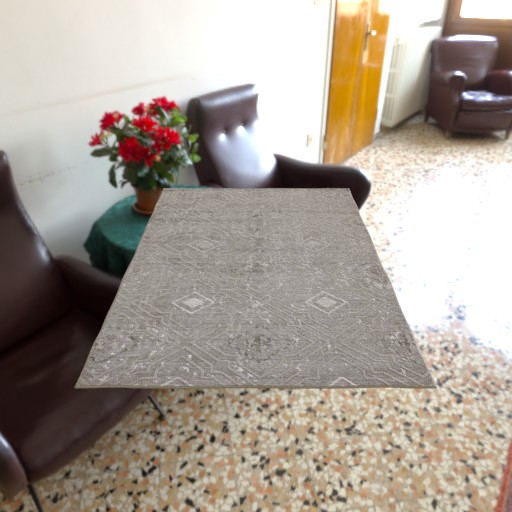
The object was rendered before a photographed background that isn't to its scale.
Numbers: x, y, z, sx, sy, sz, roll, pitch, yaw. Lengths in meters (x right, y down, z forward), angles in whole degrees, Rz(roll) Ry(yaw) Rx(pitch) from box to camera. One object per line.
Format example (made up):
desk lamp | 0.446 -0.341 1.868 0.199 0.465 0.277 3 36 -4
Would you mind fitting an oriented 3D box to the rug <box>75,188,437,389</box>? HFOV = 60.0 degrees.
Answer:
rug | 0.000 0.000 4.398 2.448 0.020 3.359 0 32 0
